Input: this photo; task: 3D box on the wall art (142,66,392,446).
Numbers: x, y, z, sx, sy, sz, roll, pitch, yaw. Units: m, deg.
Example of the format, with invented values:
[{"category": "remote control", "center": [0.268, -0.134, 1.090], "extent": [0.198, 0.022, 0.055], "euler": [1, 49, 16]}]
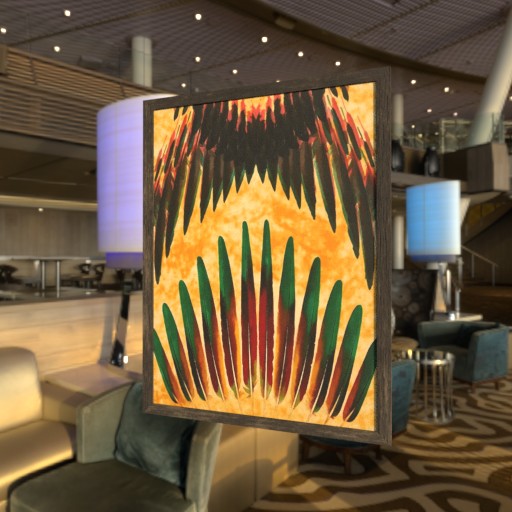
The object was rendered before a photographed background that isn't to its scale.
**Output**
[{"category": "wall art", "center": [0.000, 0.000, 1.391], "extent": [0.812, 1.066, 0.029], "euler": [0, 0, 19]}]
